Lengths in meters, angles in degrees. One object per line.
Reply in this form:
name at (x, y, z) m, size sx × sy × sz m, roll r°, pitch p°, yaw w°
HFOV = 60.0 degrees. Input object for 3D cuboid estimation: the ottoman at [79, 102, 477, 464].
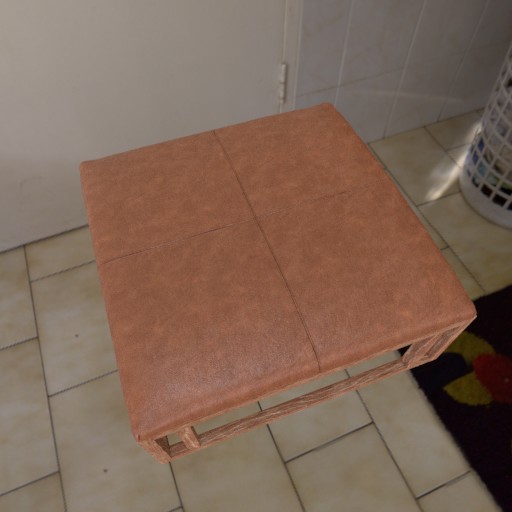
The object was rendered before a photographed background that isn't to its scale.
ottoman at (0.000, 0.000, 1.575) m, size 1.016 × 0.442 × 1.013 m, roll -17°, pitch 58°, yaw -11°
